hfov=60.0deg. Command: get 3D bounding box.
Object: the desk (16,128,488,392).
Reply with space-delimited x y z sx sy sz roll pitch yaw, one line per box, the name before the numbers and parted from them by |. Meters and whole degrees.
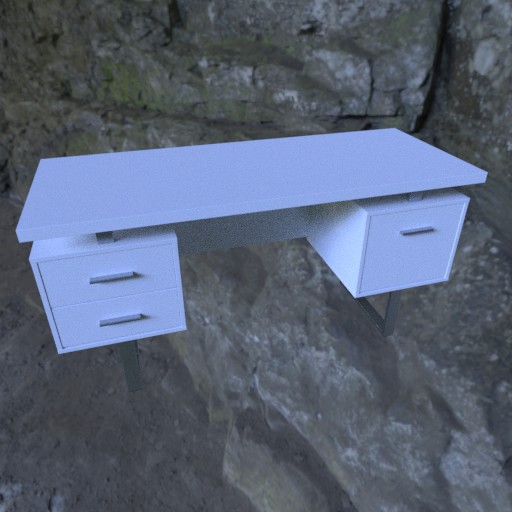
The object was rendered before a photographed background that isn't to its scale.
desk | 0.000 0.000 1.821 1.530 0.773 0.603 -9 32 -14
